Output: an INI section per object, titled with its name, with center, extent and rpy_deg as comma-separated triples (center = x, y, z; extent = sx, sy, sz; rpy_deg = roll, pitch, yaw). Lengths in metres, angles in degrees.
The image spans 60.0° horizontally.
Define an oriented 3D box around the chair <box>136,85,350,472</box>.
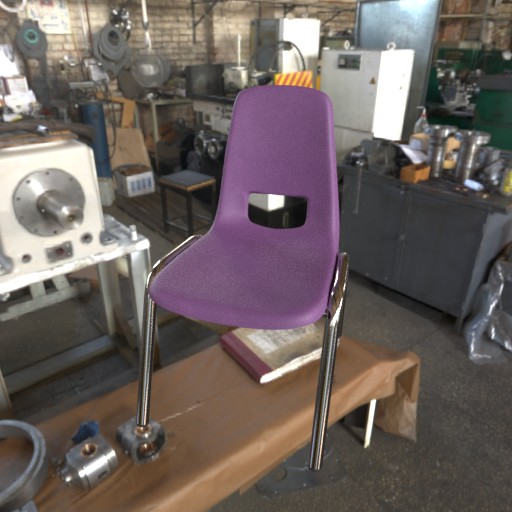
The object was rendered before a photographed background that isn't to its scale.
[chair]
center = 0.000, 0.000, 0.849
extent = 0.356, 0.584, 0.419
rpy_deg = 8, 27, 15
